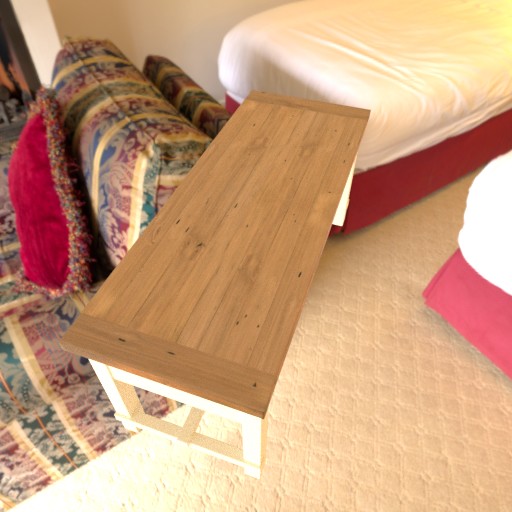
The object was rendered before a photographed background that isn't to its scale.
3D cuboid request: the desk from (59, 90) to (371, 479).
[{"bbox_3d":[0.000,0.000,2.186,0.688,0.762,1.803,14,48,13],"label":"desk"}]
